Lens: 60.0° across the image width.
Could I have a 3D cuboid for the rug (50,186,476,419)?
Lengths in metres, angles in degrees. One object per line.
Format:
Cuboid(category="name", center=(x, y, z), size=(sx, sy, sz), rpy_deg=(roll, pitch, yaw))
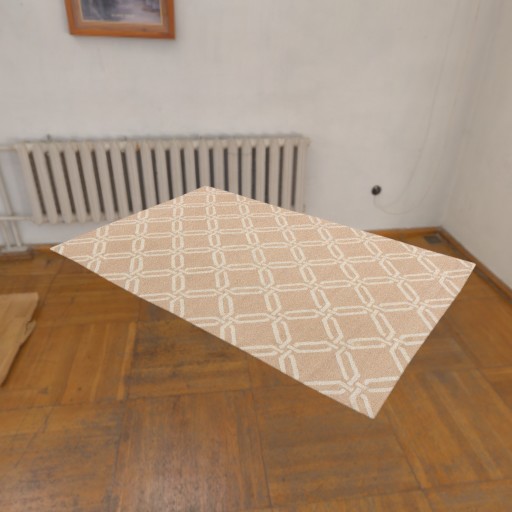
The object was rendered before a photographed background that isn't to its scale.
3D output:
Cuboid(category="rug", center=(0.000, 0.000, 2.145), size=(1.745, 0.010, 1.146), rpy_deg=(20, 35, 32))
